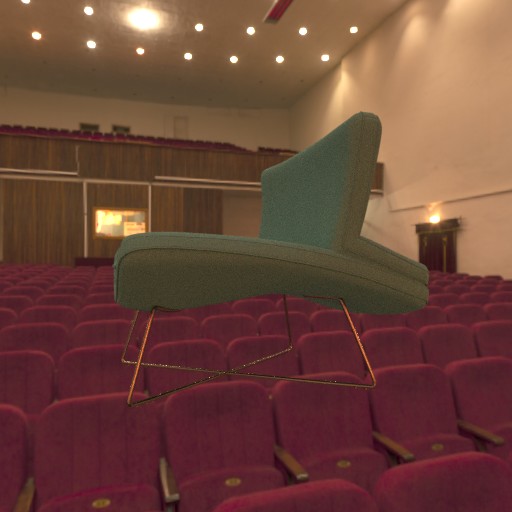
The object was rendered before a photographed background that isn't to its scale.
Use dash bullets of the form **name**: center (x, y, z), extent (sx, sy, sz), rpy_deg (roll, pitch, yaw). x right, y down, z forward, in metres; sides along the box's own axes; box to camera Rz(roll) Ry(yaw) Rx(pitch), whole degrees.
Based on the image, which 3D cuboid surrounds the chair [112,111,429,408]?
- **chair**: center (0.000, 0.000, 1.641), extent (1.008, 0.855, 0.859), rpy_deg (0, -1, -18)
